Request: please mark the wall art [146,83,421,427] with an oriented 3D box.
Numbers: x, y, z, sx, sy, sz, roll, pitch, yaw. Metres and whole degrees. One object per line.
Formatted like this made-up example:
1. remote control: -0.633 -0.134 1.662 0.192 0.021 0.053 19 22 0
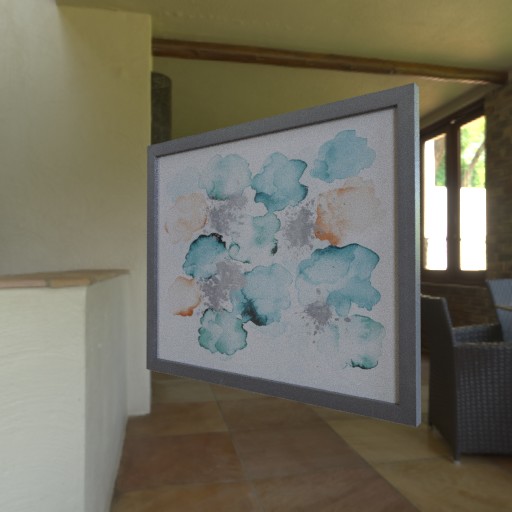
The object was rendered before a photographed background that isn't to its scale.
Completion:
1. wall art: 0.000 0.000 0.923 0.660 0.558 0.026 -1 -1 36
